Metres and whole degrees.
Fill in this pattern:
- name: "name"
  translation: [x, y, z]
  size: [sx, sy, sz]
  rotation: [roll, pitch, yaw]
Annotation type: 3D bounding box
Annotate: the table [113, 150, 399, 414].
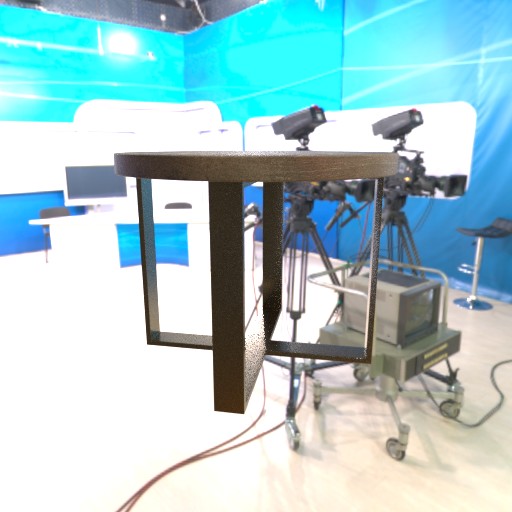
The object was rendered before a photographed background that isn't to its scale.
- name: "table"
  translation: [0.000, 0.000, 0.960]
  size: [0.557, 0.437, 0.557]
  rotation: [0, 14, 0]
